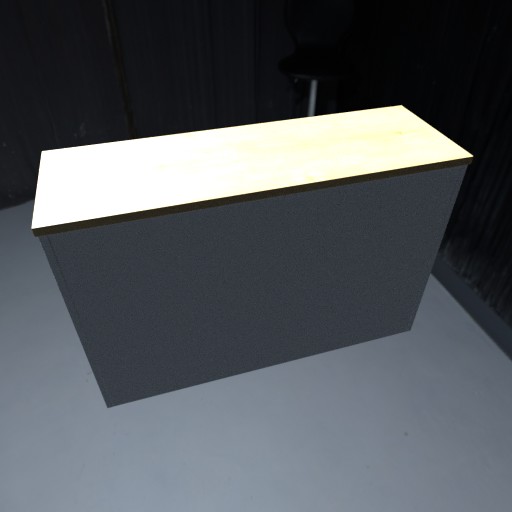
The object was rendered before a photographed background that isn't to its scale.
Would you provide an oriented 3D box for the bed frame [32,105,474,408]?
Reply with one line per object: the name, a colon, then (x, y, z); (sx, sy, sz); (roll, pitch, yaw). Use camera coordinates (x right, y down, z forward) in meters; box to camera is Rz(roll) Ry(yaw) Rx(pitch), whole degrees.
bed frame: (0.000, 0.000, 1.679); (1.300, 0.850, 0.430); (-11, 42, -13)
